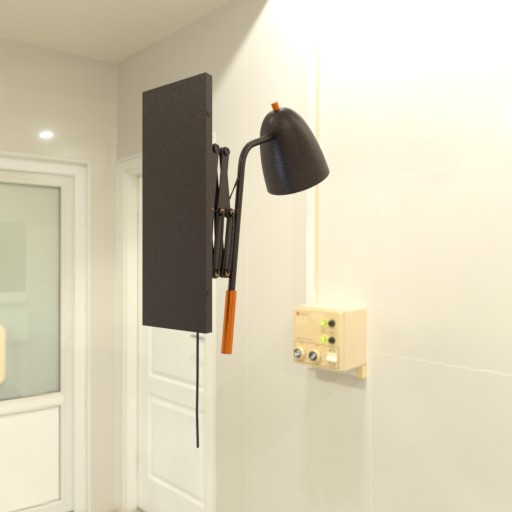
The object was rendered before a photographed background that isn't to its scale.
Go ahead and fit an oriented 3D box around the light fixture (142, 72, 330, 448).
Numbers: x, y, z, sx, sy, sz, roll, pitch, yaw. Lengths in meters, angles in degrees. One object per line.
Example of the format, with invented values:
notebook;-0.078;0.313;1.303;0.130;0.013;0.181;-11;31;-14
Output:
light fixture;0.000;0.000;0.961;0.162;0.715;0.499;0;0;35
